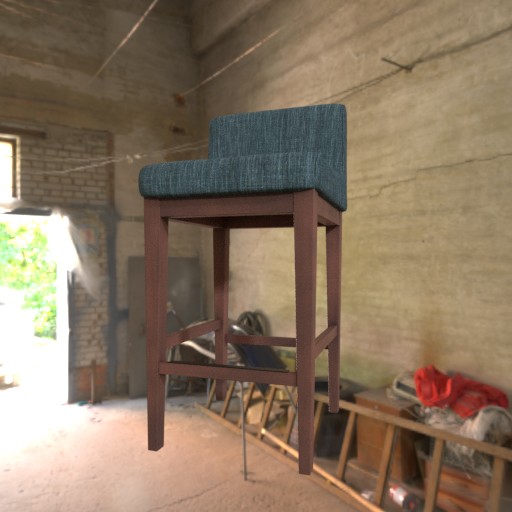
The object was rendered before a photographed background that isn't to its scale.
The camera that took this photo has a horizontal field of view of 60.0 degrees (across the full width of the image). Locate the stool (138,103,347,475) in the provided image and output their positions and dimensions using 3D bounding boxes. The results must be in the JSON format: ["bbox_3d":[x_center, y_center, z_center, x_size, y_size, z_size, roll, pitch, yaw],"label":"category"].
[{"bbox_3d":[0.000,0.000,1.090,0.395,0.835,0.459,0,-1,19],"label":"stool"}]
